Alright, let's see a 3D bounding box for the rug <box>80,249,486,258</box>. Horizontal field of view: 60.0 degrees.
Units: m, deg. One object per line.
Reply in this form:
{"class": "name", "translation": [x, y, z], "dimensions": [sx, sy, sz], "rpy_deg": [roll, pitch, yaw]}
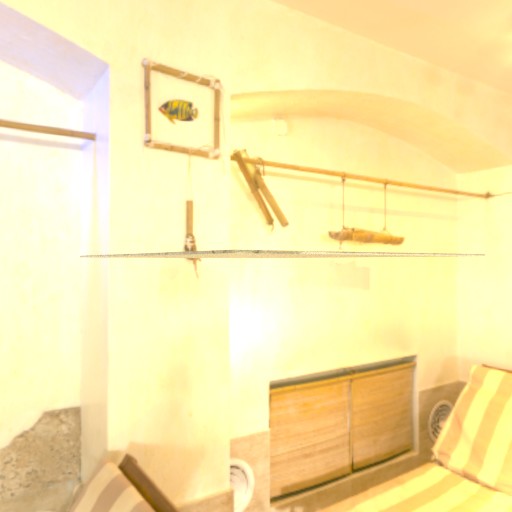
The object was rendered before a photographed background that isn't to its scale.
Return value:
{"class": "rug", "translation": [0.000, 0.000, 4.140], "dimensions": [2.420, 0.019, 3.038], "rpy_deg": [0, -1, -35]}
